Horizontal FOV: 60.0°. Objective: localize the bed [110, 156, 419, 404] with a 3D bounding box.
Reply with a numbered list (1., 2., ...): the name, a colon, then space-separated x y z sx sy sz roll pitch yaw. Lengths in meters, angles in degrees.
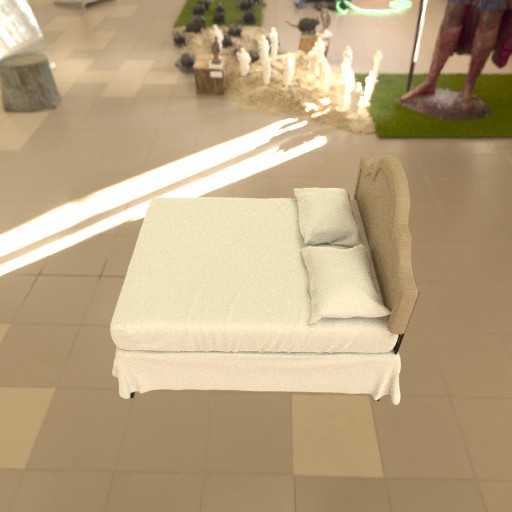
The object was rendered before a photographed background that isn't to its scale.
1. bed: 0.000 0.000 3.495 2.222 1.634 1.780 1 43 1
